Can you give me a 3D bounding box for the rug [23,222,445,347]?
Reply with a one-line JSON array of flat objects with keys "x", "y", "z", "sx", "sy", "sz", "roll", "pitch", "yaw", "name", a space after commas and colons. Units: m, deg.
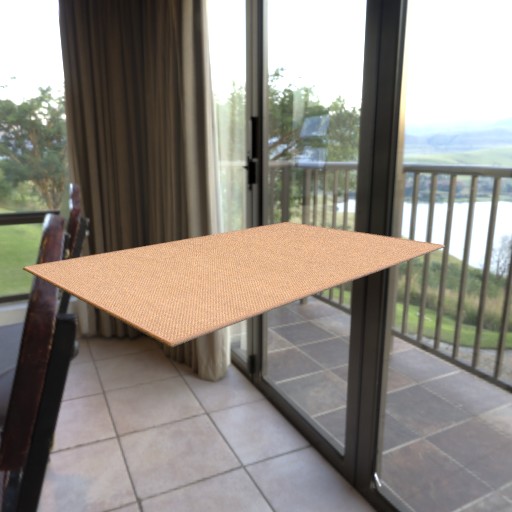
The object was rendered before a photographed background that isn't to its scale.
[{"x": 0.000, "y": 0.000, "z": 2.047, "sx": 1.067, "sy": 0.013, "sz": 1.676, "roll": 13, "pitch": 19, "yaw": 43, "name": "rug"}]
